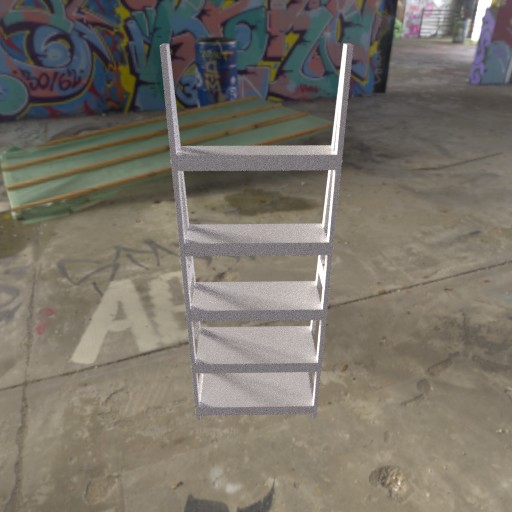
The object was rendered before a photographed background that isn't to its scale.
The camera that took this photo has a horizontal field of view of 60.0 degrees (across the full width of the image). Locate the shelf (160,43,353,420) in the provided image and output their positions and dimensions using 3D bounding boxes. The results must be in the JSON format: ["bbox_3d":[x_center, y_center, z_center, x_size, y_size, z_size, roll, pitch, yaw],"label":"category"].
[{"bbox_3d":[0.000,0.000,2.034,0.636,1.779,0.341,0,30,-1],"label":"shelf"}]
